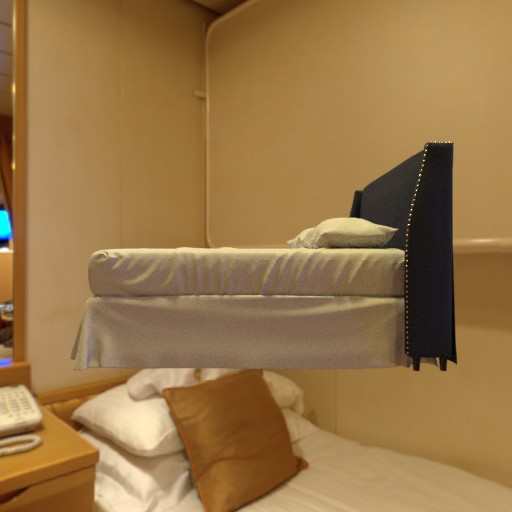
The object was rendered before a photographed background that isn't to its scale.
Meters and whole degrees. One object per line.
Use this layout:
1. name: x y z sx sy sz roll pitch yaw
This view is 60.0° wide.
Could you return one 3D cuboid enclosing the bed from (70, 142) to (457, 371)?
1. bed: 0.000 0.000 3.453 2.276 1.332 1.925 0 0 0
